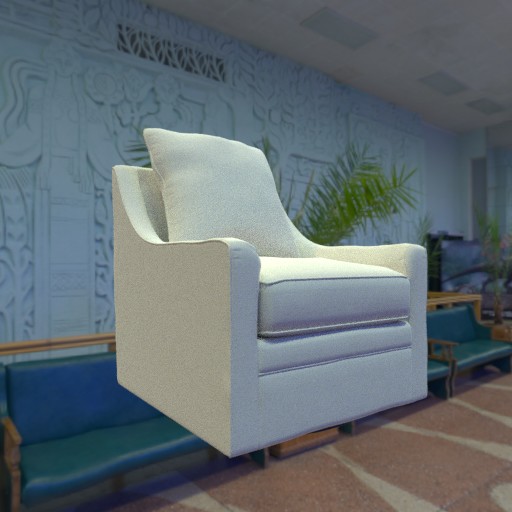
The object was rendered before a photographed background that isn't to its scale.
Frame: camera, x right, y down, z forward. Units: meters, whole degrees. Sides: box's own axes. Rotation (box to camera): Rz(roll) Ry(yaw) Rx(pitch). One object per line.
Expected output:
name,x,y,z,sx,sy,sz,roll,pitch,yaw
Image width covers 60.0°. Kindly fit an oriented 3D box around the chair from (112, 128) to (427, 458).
chair,0.000,0.000,1.549,0.756,0.965,0.876,1,-1,-36
